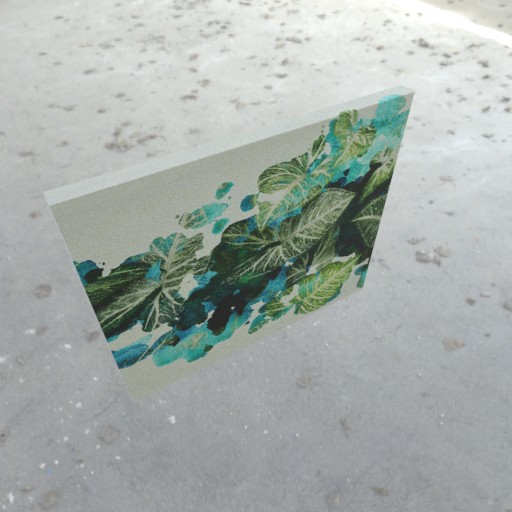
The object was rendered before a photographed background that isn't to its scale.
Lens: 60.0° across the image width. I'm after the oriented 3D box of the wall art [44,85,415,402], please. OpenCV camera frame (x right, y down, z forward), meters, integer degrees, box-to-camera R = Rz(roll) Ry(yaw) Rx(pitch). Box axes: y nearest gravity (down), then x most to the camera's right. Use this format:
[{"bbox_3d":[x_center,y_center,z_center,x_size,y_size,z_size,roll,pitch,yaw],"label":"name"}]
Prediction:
[{"bbox_3d":[0.000,0.000,0.991,0.711,0.610,0.043,-23,50,-21],"label":"wall art"}]
